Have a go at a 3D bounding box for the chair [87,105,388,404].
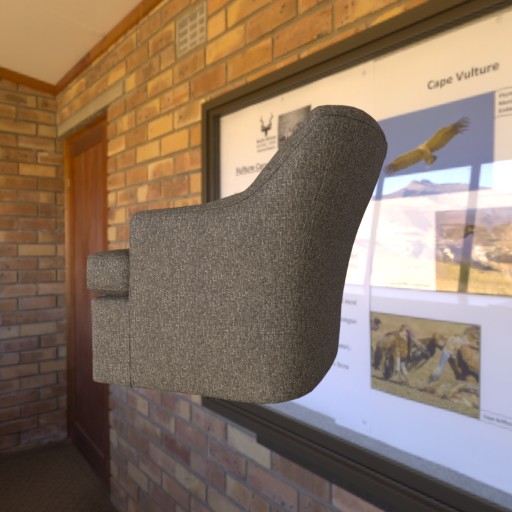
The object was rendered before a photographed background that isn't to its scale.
[{"bbox_3d":[0.000,0.000,1.627,0.923,0.856,0.864,0,1,19],"label":"chair"}]
